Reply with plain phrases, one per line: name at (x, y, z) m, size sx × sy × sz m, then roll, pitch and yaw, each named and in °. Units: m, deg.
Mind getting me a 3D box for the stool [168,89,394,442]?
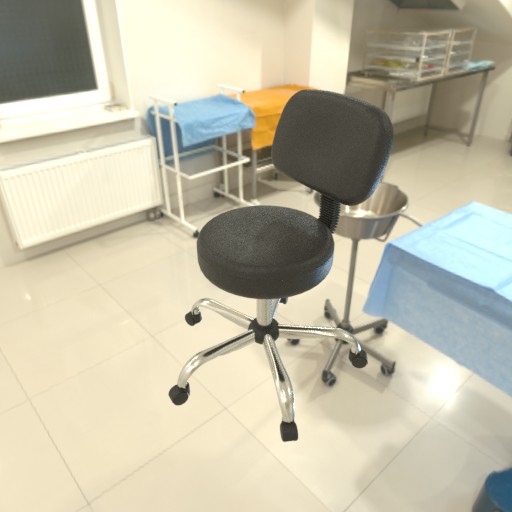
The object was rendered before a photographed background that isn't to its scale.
stool at (0.000, 0.000, 1.319) m, size 0.648 × 0.862 × 0.673 m, roll -20°, pitch 37°, yaw -29°
